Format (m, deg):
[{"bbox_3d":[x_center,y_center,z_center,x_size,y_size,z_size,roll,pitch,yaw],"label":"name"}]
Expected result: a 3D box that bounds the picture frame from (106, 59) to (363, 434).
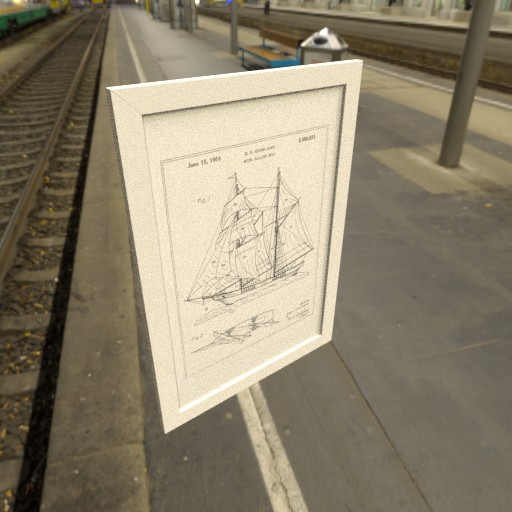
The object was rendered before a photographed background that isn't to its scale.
[{"bbox_3d":[0.000,0.000,0.592,0.326,0.459,0.011,-21,36,-31],"label":"picture frame"}]
